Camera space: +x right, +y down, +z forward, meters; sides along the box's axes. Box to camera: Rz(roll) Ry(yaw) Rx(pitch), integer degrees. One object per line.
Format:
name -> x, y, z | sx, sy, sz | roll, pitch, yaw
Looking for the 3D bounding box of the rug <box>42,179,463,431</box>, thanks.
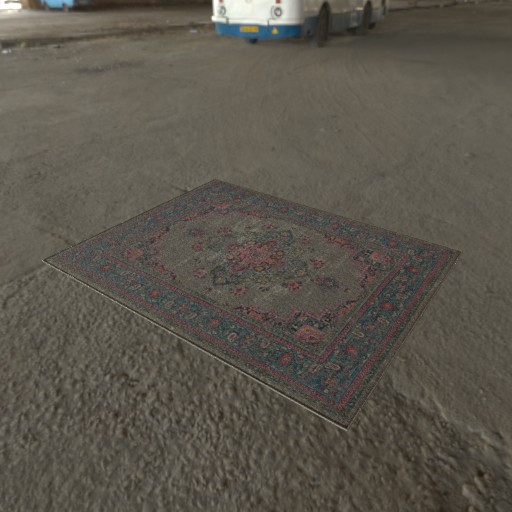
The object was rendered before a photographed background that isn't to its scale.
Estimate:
rug -> 0.000, 0.000, 4.099 | 3.057, 0.013, 2.434 | 21, 37, 30
